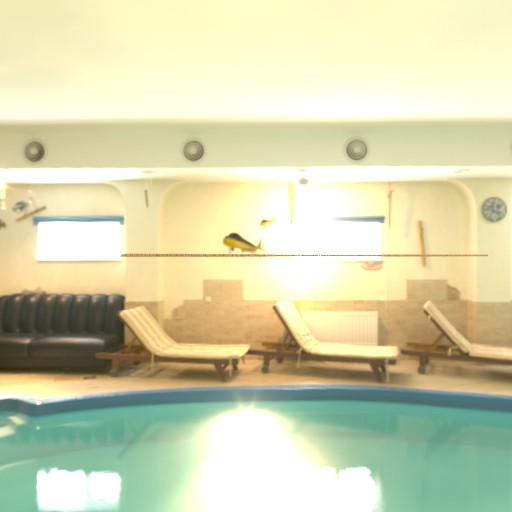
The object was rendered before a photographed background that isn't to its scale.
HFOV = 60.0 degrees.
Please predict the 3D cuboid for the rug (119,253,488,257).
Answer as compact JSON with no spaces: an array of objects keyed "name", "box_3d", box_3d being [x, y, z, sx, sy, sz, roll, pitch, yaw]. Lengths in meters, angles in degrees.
[{"name":"rug","box_3d":[0.000,0.000,4.139,2.439,0.013,3.048,0,0,-17]}]
